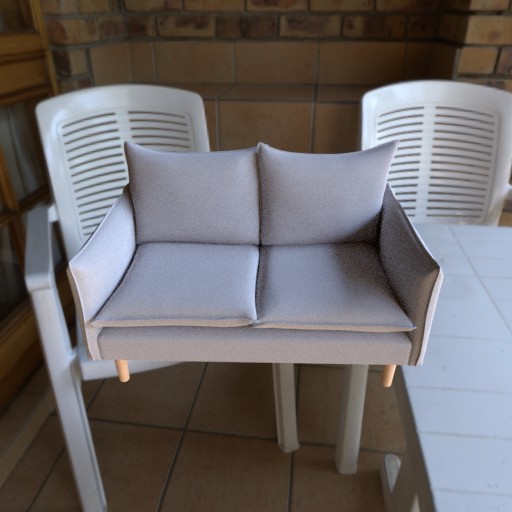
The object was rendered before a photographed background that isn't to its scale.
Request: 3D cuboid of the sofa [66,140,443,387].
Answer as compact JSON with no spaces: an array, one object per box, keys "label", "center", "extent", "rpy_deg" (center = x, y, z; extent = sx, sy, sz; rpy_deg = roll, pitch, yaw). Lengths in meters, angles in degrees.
[{"label":"sofa","center":[0.000,0.000,1.871],"extent":[1.300,0.840,0.820],"rpy_deg":[1,29,1]}]
